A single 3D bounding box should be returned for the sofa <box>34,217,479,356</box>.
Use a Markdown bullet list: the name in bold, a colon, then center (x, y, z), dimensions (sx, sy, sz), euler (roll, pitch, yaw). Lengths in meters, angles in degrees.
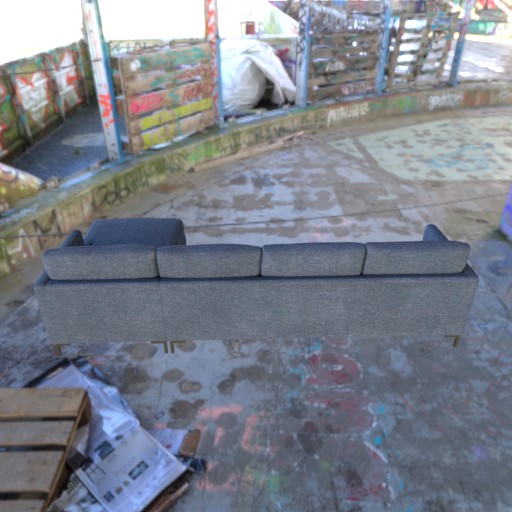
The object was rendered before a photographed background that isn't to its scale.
- **sofa**: center (0.000, 0.000, 3.509), dimensions (2.932, 0.810, 1.350), euler (-1, 31, -2)
